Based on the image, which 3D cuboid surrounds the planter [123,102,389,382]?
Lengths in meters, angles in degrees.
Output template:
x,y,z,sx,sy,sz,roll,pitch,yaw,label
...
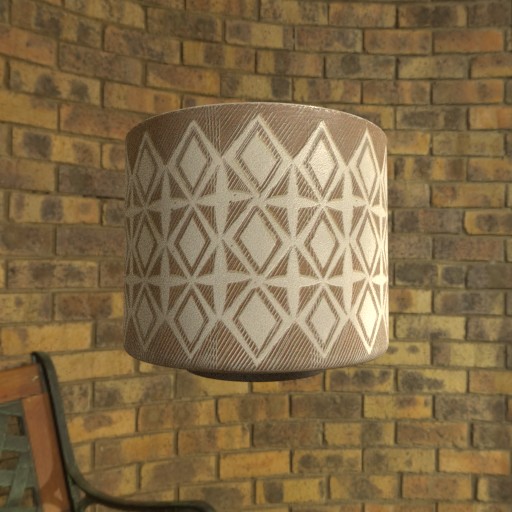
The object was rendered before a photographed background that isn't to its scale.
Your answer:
x,y,z,sx,sy,sz,roll,pitch,yaw,label
0.000,0.000,0.338,0.193,0.165,0.193,0,-2,0,planter
